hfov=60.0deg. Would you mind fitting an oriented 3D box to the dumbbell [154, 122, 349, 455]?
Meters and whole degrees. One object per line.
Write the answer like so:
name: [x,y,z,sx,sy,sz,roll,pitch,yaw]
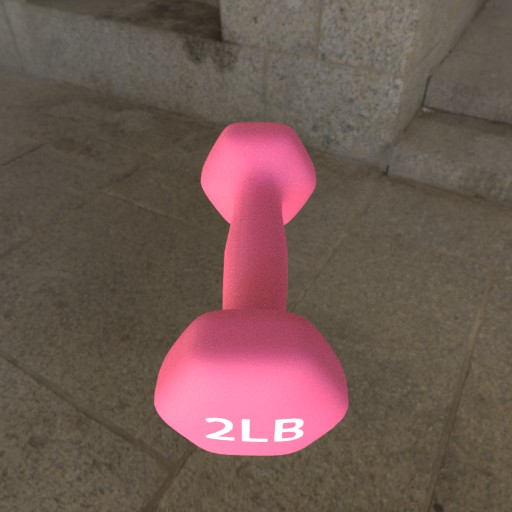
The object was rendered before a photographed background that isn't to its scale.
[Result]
dumbbell: [0.000,0.000,0.177,0.058,0.053,0.146,1,42,1]
